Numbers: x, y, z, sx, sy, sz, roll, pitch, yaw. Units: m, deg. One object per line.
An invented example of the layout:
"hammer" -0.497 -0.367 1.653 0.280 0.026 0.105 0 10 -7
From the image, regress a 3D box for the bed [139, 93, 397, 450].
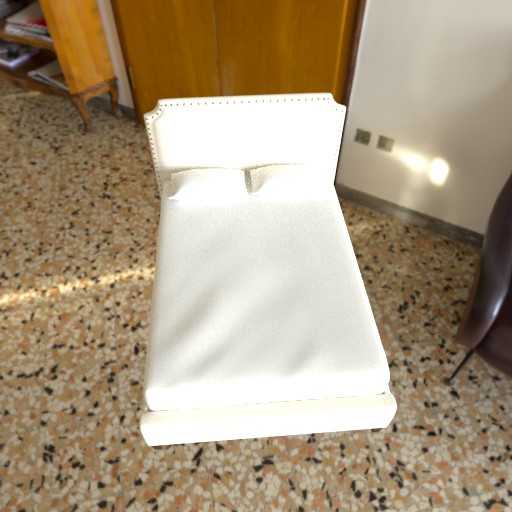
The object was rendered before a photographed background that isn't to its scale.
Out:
"bed" 0.000 0.000 3.438 1.712 1.443 2.365 -3 48 -3
